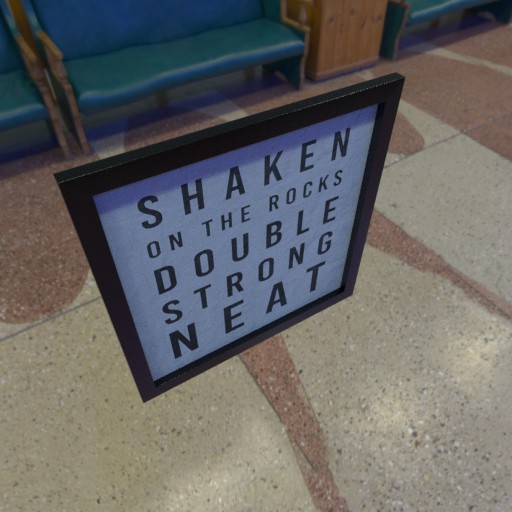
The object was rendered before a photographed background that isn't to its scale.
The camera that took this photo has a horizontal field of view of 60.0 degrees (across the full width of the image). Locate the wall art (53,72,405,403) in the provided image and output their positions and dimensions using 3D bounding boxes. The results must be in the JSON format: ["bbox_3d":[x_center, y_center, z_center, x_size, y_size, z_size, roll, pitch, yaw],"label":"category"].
[{"bbox_3d":[0.000,0.000,0.518,0.349,0.349,0.014,-23,50,-21],"label":"wall art"}]
